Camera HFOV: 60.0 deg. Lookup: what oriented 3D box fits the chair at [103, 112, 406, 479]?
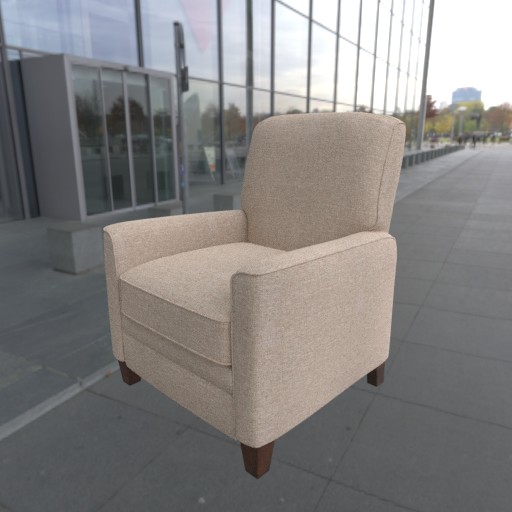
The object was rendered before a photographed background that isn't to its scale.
[{"bbox_3d":[0.000,0.000,1.637,0.841,1.028,0.858,14,21,42],"label":"chair"}]
